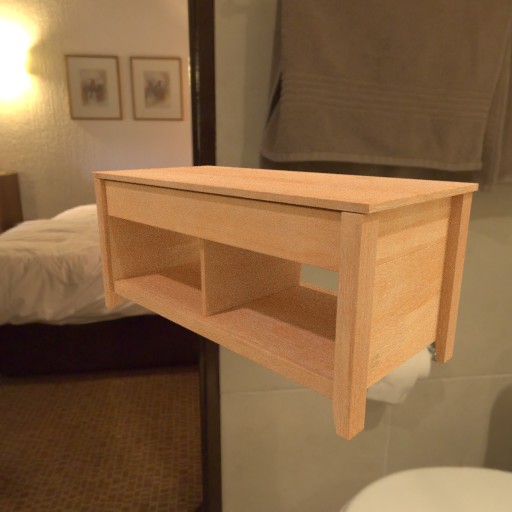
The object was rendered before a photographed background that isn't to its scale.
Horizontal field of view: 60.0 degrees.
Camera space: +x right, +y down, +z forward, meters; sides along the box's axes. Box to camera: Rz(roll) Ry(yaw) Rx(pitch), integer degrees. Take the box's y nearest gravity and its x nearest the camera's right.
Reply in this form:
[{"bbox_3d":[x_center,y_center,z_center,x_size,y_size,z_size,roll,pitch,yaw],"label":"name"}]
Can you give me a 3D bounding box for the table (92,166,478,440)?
[{"bbox_3d":[0.000,0.000,1.296,0.483,0.457,1.016,-14,20,-43],"label":"table"}]
